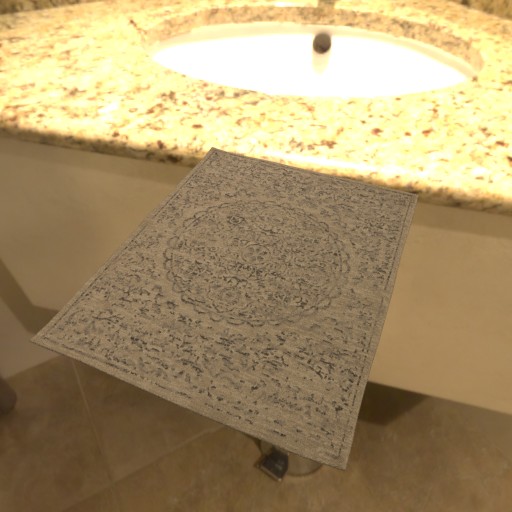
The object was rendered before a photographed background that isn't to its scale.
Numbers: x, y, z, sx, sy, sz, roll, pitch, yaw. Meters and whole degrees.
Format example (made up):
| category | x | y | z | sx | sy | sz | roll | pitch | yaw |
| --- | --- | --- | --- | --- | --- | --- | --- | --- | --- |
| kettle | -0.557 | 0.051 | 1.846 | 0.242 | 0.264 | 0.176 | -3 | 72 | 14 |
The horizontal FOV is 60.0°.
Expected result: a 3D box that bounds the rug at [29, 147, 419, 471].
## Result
| category | x | y | z | sx | sy | sz | roll | pitch | yaw |
| --- | --- | --- | --- | --- | --- | --- | --- | --- | --- |
| rug | 0.000 | 0.000 | 3.846 | 2.343 | 0.026 | 2.925 | 17 | 47 | 16 |
